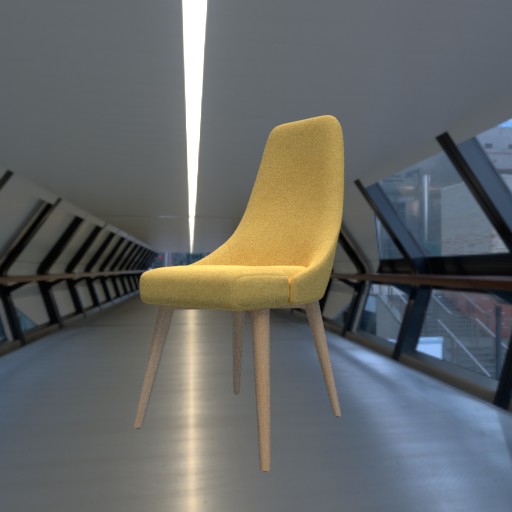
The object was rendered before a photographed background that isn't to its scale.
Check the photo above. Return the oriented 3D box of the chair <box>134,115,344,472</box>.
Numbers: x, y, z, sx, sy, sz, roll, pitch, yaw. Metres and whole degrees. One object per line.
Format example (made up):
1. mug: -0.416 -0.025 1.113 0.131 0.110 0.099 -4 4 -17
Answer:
1. chair: 0.000 0.000 1.431 0.510 1.040 0.660 -1 -1 36
